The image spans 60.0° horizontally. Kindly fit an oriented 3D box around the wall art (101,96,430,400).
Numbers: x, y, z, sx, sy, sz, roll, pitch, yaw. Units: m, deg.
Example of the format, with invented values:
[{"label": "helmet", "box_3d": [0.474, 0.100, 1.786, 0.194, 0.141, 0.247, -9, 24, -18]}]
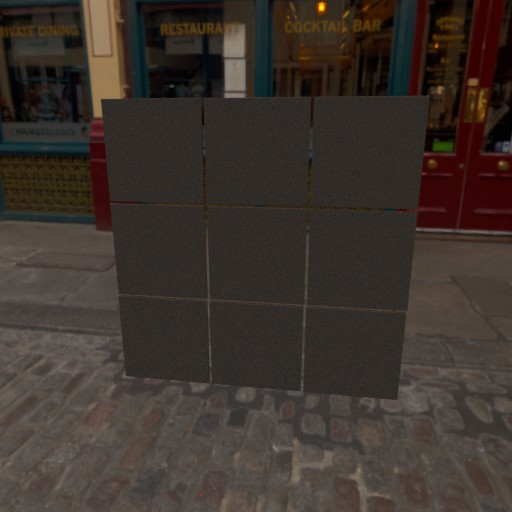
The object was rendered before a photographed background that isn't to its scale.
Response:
[{"label": "wall art", "box_3d": [0.000, 0.000, 2.257, 1.527, 1.521, 0.017, 2, 17, 8]}]
